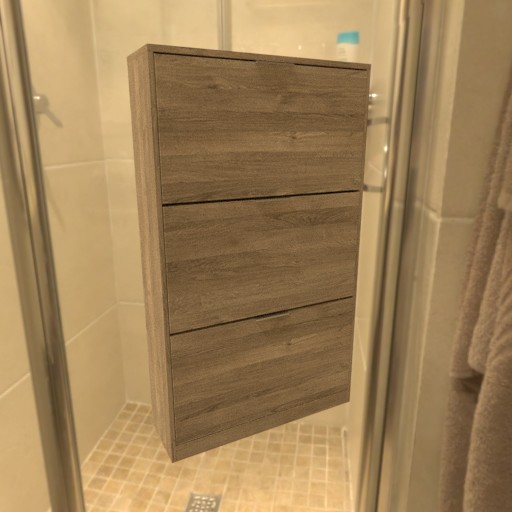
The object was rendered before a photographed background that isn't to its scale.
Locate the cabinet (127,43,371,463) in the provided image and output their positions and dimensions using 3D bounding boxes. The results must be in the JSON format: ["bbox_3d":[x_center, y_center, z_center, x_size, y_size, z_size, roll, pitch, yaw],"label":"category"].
[{"bbox_3d":[0.000,0.000,1.568,0.750,1.280,0.250,-8,17,-27],"label":"cabinet"}]
